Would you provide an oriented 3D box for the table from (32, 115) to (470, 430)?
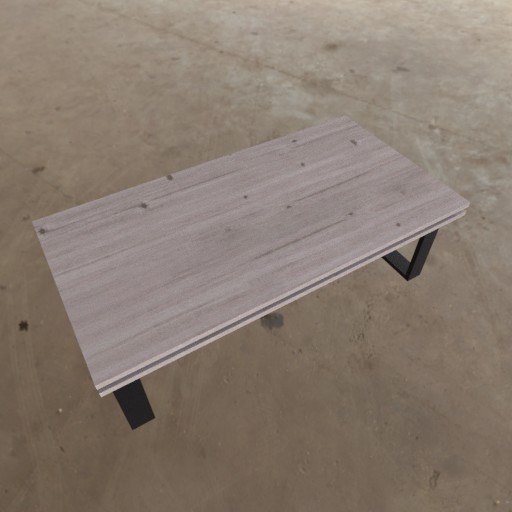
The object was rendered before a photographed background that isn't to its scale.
[{"bbox_3d":[0.000,0.000,1.699,1.350,0.450,0.700,-24,51,-21],"label":"table"}]
